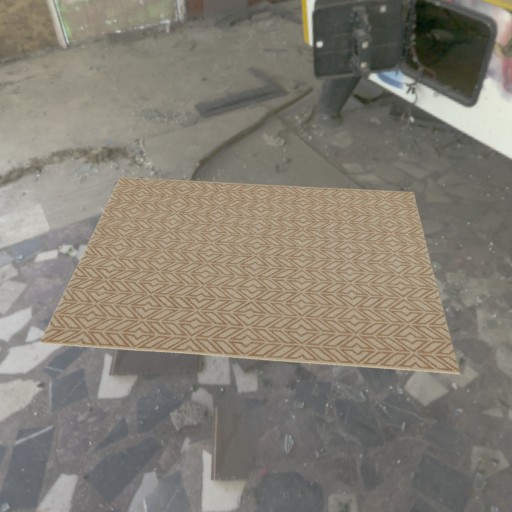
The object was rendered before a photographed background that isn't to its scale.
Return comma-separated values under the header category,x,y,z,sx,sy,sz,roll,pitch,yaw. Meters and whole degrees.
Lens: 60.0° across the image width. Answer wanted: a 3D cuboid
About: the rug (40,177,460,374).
category,x,y,z,sx,sy,sz,roll,pitch,yaw
rug,0.000,0.000,2.333,1.828,0.007,1.220,3,47,3
